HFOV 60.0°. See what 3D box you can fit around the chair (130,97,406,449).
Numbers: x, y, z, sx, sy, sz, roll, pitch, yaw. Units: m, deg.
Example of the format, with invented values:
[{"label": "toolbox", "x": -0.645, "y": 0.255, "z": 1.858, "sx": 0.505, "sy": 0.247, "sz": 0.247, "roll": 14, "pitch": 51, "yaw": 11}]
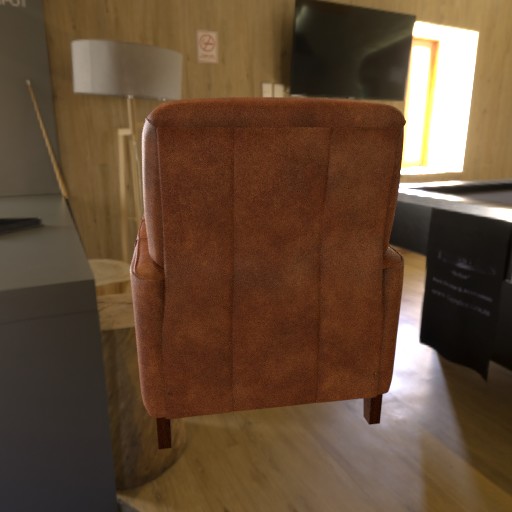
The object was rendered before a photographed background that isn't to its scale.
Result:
[{"label": "chair", "x": 0.000, "y": 0.000, "z": 1.623, "sx": 0.843, "sy": 1.043, "sz": 0.836, "roll": -3, "pitch": 16, "yaw": -10}]
